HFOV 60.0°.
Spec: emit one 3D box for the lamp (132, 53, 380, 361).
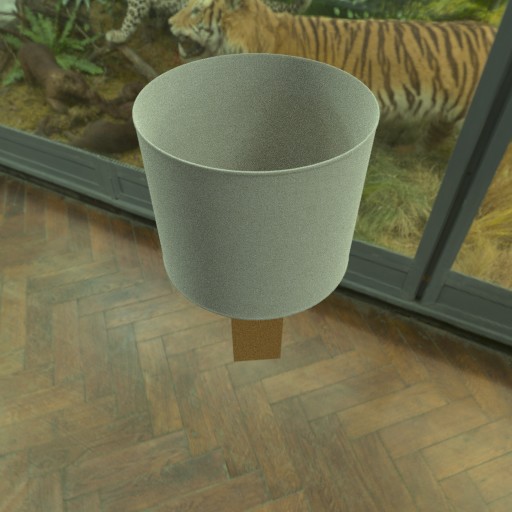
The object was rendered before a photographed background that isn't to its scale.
[{"bbox_3d":[0.000,0.000,0.567,0.229,0.417,0.229,-3,46,-3],"label":"lamp"}]
